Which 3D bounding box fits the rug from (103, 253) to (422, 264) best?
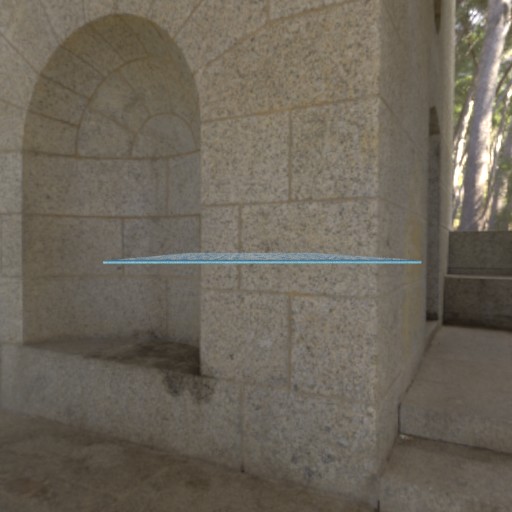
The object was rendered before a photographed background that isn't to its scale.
[{"bbox_3d":[0.000,0.000,1.445,0.604,0.007,1.219,0,1,-1],"label":"rug"}]
